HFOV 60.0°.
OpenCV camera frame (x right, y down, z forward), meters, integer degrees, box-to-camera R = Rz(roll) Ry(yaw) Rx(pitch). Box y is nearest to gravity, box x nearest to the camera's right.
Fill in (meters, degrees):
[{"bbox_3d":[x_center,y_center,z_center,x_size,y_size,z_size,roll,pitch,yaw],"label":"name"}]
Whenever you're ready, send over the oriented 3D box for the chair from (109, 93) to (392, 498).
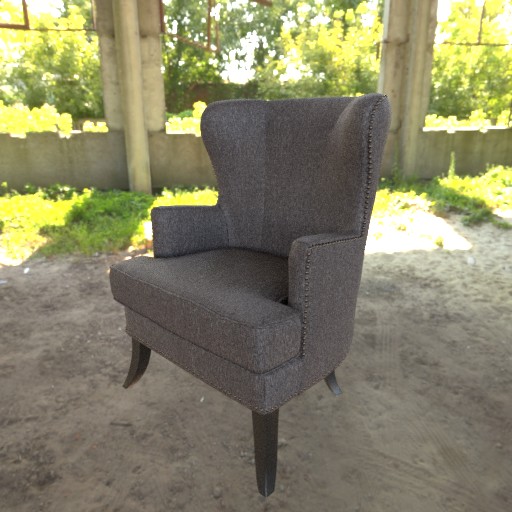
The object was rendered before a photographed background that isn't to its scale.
[{"bbox_3d":[0.000,0.000,1.540,0.759,1.060,0.758,16,23,42],"label":"chair"}]
